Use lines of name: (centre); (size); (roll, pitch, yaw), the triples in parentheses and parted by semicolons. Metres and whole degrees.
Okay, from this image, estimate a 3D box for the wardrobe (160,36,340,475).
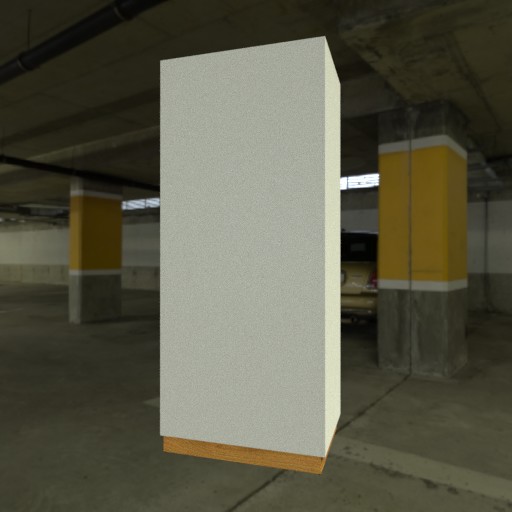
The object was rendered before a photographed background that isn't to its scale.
wardrobe: (0.000, 0.000, 2.471); (0.860, 2.040, 0.600); (0, 0, 17)
